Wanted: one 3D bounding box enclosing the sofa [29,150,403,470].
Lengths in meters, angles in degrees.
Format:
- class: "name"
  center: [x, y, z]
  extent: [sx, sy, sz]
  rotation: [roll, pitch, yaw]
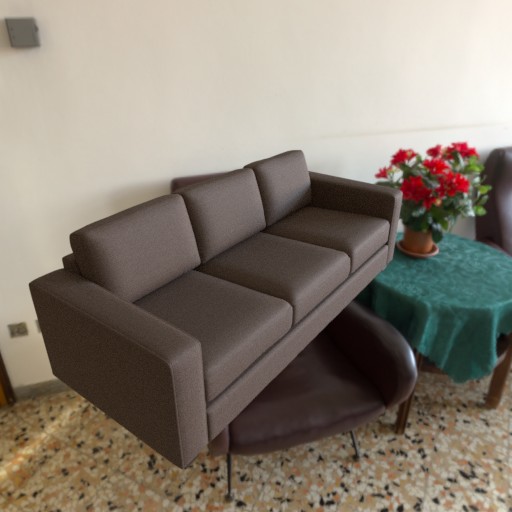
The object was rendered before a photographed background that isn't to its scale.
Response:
- class: "sofa"
  center: [0.000, 0.000, 2.529]
  extent: [0.900, 0.806, 2.160]
  rotation: [19, 33, 32]
